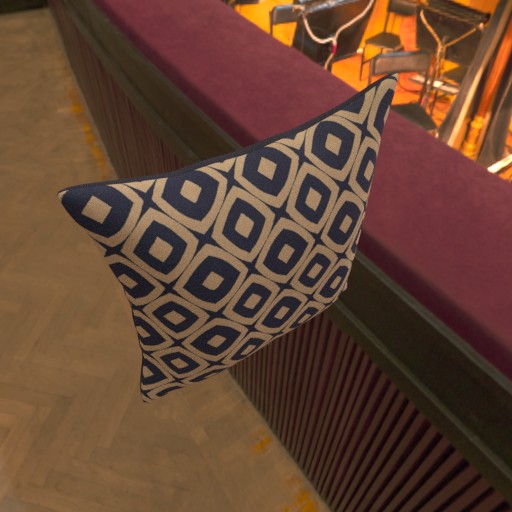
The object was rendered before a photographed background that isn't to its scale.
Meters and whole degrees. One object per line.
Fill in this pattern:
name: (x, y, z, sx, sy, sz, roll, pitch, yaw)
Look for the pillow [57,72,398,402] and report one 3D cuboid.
pillow: (0.000, 0.000, 0.739, 0.504, 0.494, 0.188, -26, 52, -22)
